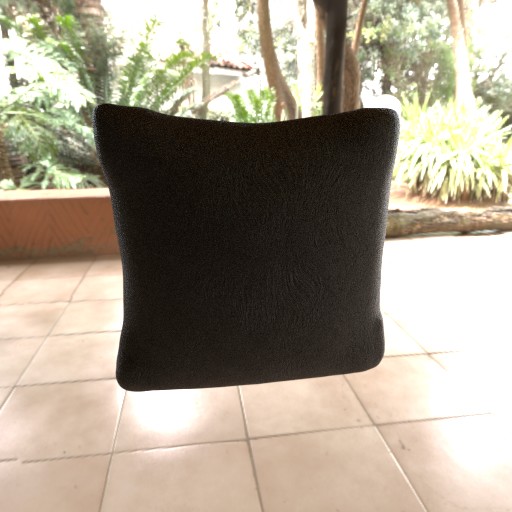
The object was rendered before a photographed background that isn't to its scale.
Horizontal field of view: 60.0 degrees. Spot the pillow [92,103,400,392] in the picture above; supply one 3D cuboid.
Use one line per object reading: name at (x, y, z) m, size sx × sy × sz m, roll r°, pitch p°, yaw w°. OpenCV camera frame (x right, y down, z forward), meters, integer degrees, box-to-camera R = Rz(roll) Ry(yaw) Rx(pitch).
pillow at (0.000, 0.000, 0.805) m, size 0.533 × 0.523 × 0.210 m, roll -3°, pitch 17°, yaw -9°
